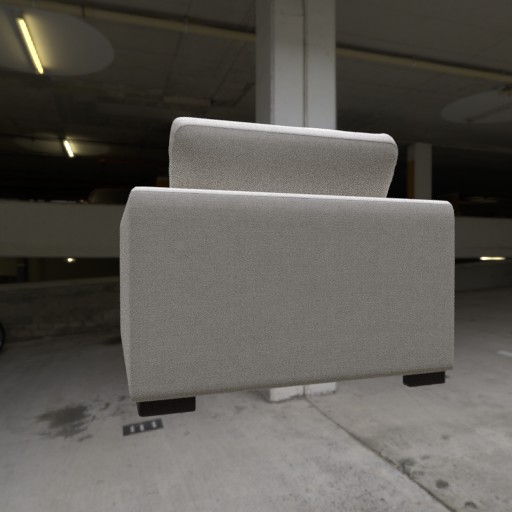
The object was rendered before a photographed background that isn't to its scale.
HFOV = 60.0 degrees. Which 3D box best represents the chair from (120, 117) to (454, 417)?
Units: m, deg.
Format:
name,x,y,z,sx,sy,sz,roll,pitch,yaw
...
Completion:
name,x,y,z,sx,sy,sz,roll,pitch,yaw
chair,0.000,0.000,1.854,1.070,0.876,1.100,0,0,-18
